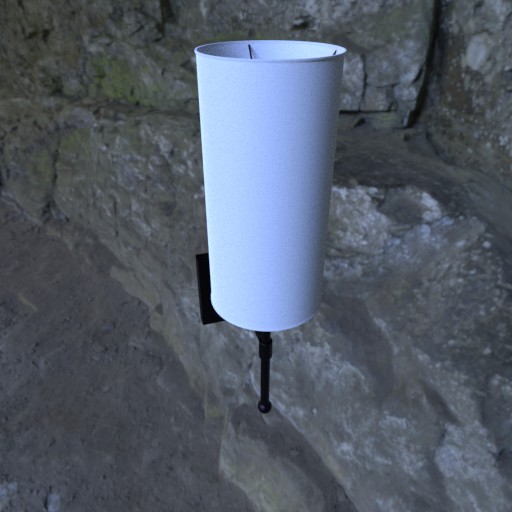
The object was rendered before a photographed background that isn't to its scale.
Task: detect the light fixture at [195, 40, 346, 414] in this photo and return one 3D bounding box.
[{"bbox_3d":[0.000,0.000,0.531,0.128,0.462,0.208,-9,33,-15],"label":"light fixture"}]
